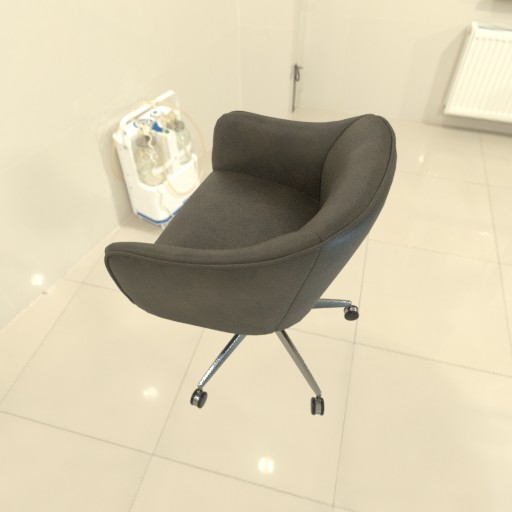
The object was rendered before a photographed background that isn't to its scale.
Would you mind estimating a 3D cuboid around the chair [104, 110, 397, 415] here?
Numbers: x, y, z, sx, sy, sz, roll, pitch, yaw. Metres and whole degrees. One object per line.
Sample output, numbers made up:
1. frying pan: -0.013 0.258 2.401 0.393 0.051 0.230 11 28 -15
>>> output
1. chair: 0.000 0.000 1.360 0.689 0.827 0.713 16 49 15
